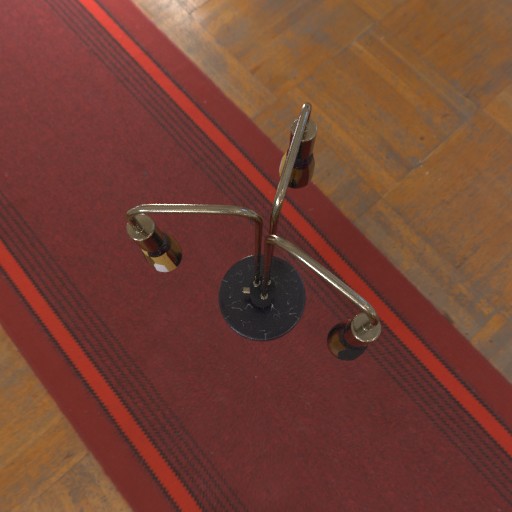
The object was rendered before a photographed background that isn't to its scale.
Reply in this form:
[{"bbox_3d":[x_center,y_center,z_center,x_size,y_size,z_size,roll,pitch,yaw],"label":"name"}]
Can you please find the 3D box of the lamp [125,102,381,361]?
[{"bbox_3d":[0.000,0.000,0.804,0.368,0.560,0.355,4,75,1],"label":"lamp"}]
